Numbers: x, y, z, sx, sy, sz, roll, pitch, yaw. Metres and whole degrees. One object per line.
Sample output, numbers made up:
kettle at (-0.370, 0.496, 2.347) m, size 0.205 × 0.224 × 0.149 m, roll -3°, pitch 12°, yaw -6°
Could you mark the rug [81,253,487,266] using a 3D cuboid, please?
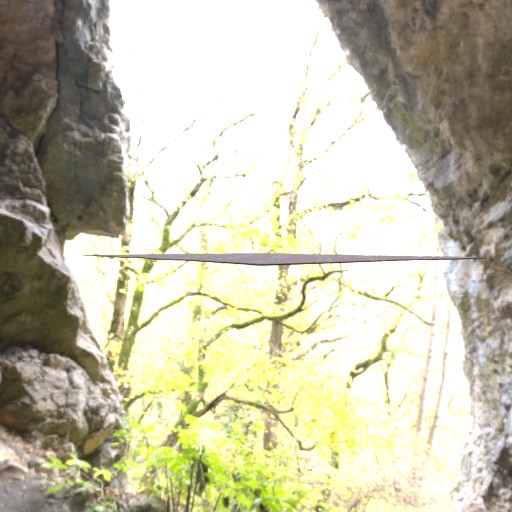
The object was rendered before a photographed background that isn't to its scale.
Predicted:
rug at (0.000, 0.000, 4.382) m, size 2.452 × 0.020 × 3.365 m, roll -1°, pitch 2°, yaw -37°
